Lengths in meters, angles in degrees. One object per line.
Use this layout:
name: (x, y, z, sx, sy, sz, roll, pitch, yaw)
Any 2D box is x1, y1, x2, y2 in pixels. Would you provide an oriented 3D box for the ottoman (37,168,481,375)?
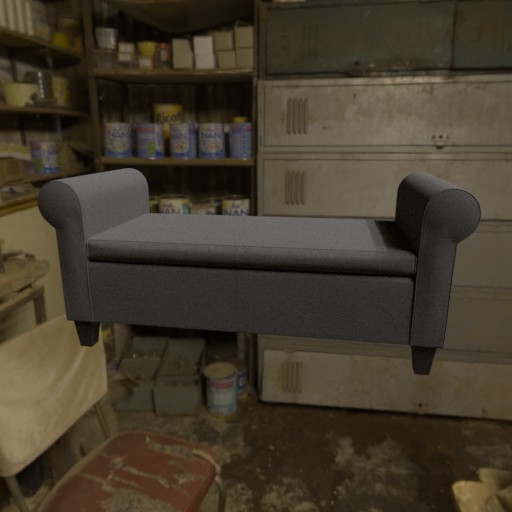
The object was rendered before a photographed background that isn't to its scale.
ottoman: (0.000, 0.000, 1.527, 1.256, 0.547, 0.521, 3, 16, 9)
